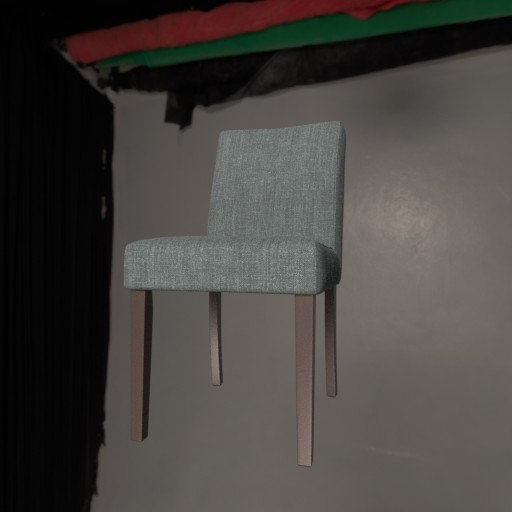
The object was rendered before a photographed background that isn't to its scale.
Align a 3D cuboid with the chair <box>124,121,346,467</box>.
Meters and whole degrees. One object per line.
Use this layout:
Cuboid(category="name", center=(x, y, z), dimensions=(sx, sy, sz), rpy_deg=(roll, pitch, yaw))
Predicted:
Cuboid(category="chair", center=(0.000, 0.000, 1.278), dimensions=(0.487, 0.884, 0.629), rpy_deg=(0, 1, 18))
